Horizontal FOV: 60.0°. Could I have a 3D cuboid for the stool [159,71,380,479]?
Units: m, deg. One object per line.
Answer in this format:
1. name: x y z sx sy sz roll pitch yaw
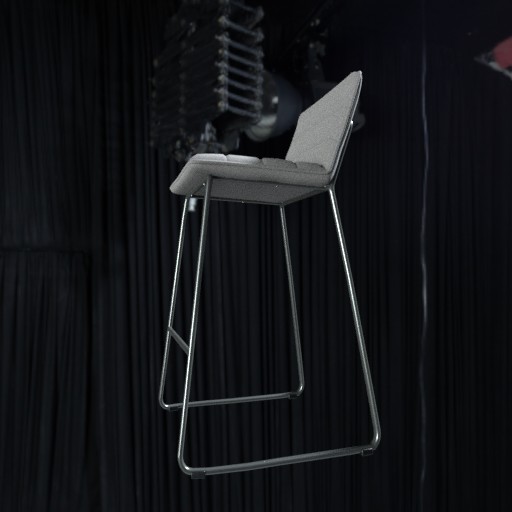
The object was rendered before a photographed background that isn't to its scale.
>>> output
1. stool: 0.000 0.000 1.239 0.490 0.960 0.490 0 -1 -18
